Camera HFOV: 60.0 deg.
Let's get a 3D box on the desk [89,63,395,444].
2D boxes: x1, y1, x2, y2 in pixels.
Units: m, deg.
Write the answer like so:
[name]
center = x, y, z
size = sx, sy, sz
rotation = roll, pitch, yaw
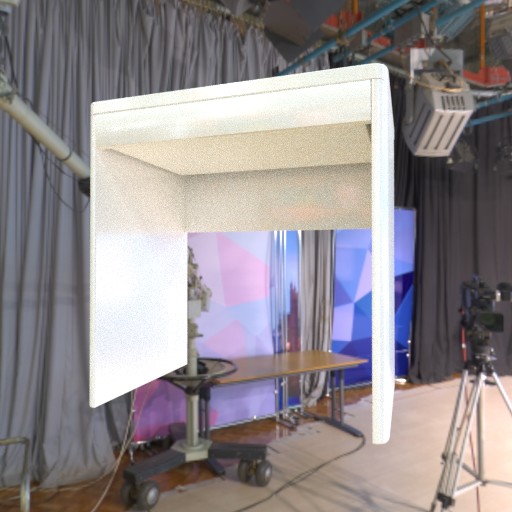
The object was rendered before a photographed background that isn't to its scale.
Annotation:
[desk]
center = 0.000, 0.000, 1.296
size = 0.762, 0.800, 0.549
rotation = 0, -1, 19
